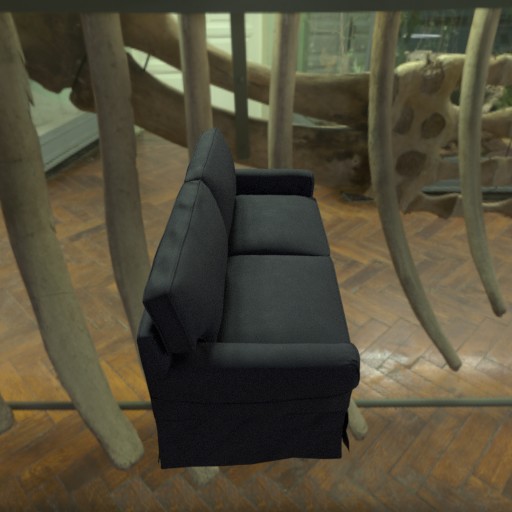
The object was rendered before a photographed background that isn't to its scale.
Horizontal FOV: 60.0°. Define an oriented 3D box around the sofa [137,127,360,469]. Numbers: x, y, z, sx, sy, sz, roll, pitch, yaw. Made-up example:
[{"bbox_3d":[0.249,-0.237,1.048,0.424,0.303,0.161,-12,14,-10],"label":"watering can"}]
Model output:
[{"bbox_3d":[0.000,0.000,2.844,0.983,1.094,2.256,0,33,1],"label":"sofa"}]
